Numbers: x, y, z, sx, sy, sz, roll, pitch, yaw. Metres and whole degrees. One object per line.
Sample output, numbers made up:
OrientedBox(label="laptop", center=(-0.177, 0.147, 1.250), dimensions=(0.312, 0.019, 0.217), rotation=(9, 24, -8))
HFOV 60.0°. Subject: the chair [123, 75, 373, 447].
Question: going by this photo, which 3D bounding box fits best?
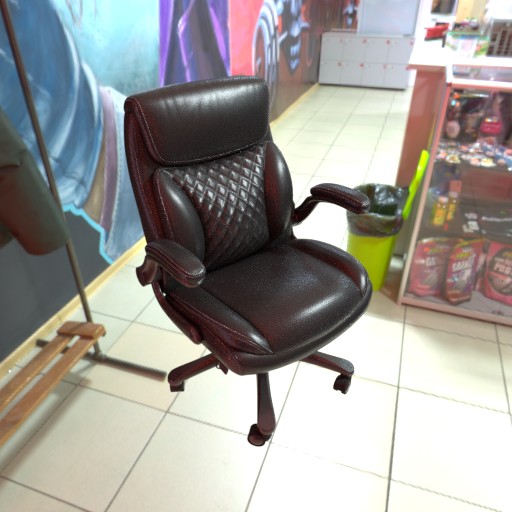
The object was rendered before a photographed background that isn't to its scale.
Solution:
OrientedBox(label="chair", center=(0.000, 0.000, 1.594), dimensions=(0.782, 1.110, 0.724), rotation=(-23, 39, -32))
